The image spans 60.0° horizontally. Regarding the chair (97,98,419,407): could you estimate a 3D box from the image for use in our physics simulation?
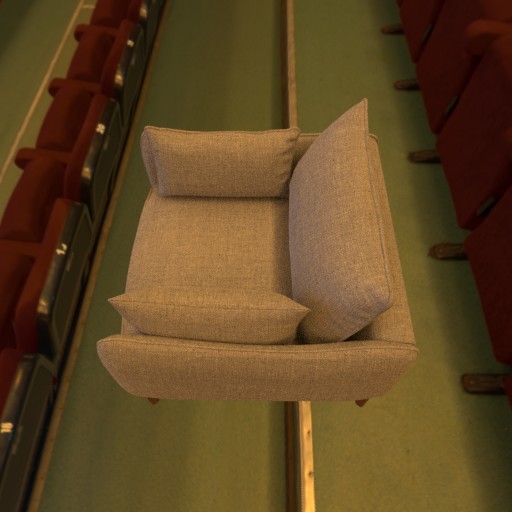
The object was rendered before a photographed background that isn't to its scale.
[{"bbox_3d":[0.000,0.000,1.677,0.976,0.839,0.993,1,57,0],"label":"chair"}]
